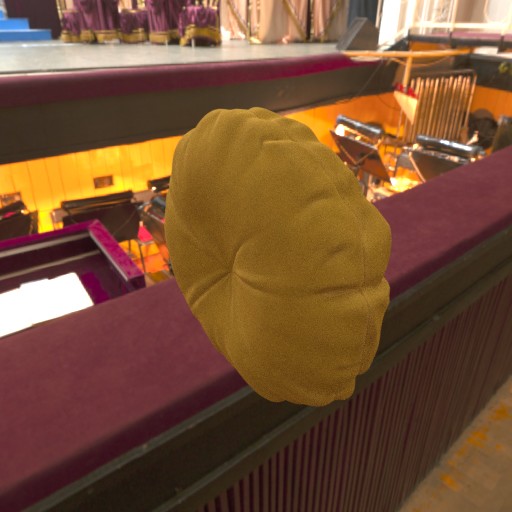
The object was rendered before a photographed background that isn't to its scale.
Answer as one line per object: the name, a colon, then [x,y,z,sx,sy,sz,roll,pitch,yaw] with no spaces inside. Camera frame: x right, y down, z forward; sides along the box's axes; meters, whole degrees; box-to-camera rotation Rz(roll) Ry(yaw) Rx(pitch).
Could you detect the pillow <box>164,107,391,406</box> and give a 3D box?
pillow: [0.000,0.000,0.636,0.148,0.407,0.428,-20,35,-32]
